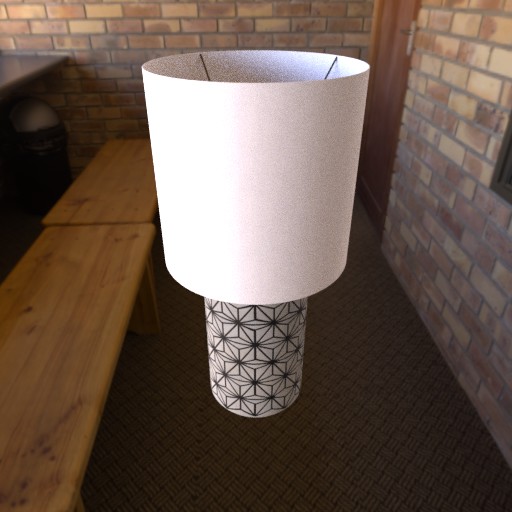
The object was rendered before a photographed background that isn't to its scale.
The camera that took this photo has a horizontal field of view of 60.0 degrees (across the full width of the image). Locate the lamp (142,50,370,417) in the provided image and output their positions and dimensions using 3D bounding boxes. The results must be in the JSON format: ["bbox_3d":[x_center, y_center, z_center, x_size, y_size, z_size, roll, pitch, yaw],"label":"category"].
[{"bbox_3d":[0.000,0.000,0.517,0.206,0.416,0.206,-20,36,-30],"label":"lamp"}]
